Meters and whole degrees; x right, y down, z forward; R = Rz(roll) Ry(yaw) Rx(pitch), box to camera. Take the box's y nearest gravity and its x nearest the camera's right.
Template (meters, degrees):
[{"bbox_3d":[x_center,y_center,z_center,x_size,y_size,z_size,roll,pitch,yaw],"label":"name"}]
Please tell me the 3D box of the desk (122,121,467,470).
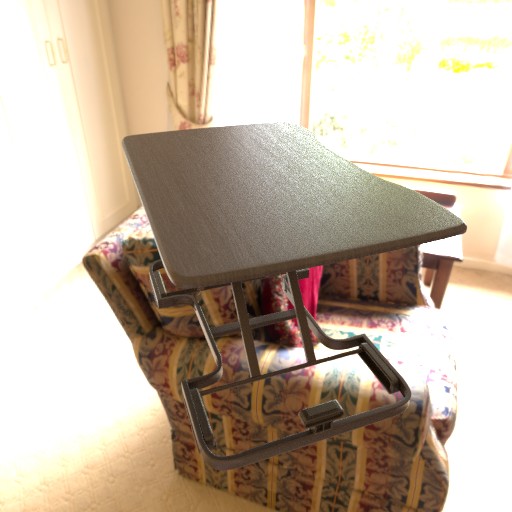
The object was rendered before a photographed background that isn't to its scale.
[{"bbox_3d":[0.000,0.000,1.152,0.546,0.470,0.820,-11,32,-17],"label":"desk"}]
